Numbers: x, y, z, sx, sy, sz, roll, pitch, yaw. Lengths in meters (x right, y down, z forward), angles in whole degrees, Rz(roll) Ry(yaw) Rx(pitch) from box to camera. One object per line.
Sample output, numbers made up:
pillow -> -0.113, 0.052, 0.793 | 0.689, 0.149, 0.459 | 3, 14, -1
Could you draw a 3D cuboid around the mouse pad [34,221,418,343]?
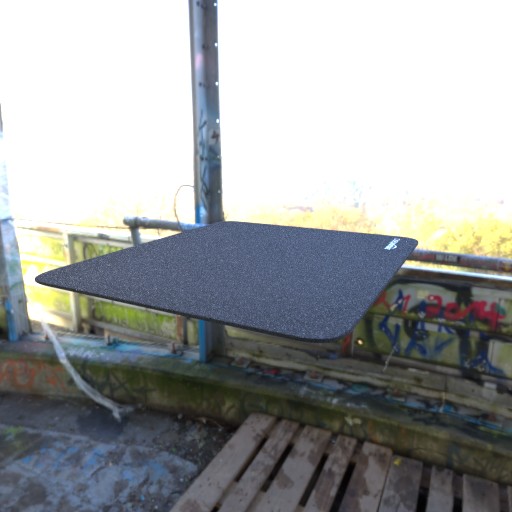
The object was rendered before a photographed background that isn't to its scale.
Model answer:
mouse pad -> 0.000, 0.000, 0.345 | 0.211, 0.002, 0.249 | 7, 16, 27
